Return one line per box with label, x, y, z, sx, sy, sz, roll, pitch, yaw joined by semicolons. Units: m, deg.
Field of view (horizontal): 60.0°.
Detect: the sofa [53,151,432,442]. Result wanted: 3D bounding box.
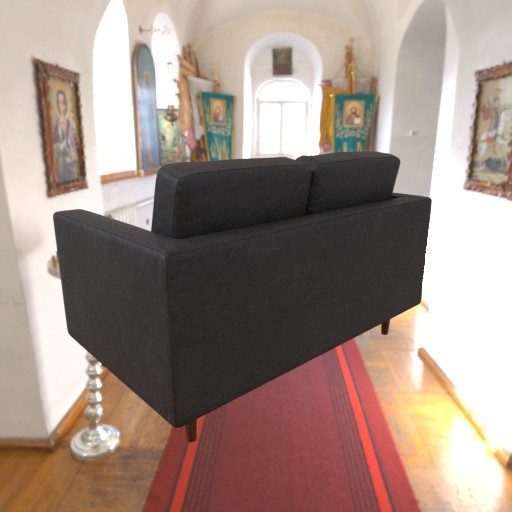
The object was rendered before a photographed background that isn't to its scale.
sofa;0.000;0.000;1.971;1.430;0.899;0.879;-14;21;-40
